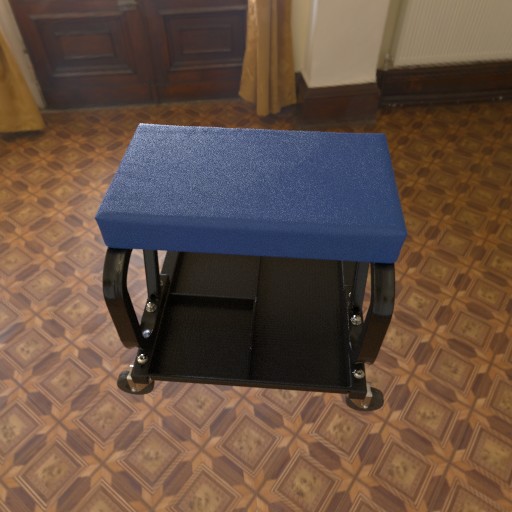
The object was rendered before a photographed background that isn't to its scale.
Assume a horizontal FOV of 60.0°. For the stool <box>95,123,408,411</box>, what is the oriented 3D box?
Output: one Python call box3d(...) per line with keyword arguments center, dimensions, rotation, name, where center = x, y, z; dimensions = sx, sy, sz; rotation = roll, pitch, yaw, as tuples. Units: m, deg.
box3d(center=(0.000, 0.000, 0.735), dimensions=(0.446, 0.380, 0.371), rotation=(3, 47, 3), name="stool")
